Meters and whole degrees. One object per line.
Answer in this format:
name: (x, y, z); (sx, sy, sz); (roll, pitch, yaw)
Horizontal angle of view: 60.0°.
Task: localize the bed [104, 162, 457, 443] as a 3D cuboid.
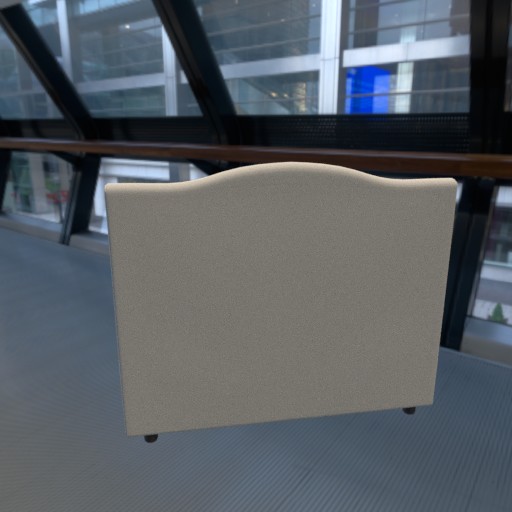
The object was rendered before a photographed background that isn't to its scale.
bed: (0.000, 0.000, 3.288); (1.753, 1.460, 2.143); (-2, 15, -9)
